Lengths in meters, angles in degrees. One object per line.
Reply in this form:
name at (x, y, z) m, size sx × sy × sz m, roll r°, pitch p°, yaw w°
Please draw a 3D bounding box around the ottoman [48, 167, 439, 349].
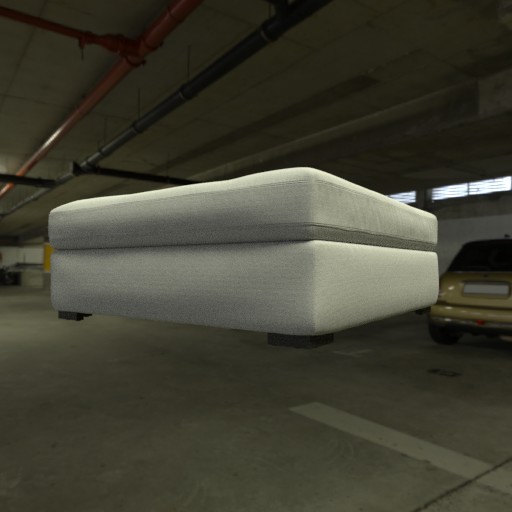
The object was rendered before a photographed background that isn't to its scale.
ottoman at (0.000, 0.000, 1.791) m, size 1.167 × 0.482 × 1.163 m, roll -1°, pitch -2°, yaw 36°
